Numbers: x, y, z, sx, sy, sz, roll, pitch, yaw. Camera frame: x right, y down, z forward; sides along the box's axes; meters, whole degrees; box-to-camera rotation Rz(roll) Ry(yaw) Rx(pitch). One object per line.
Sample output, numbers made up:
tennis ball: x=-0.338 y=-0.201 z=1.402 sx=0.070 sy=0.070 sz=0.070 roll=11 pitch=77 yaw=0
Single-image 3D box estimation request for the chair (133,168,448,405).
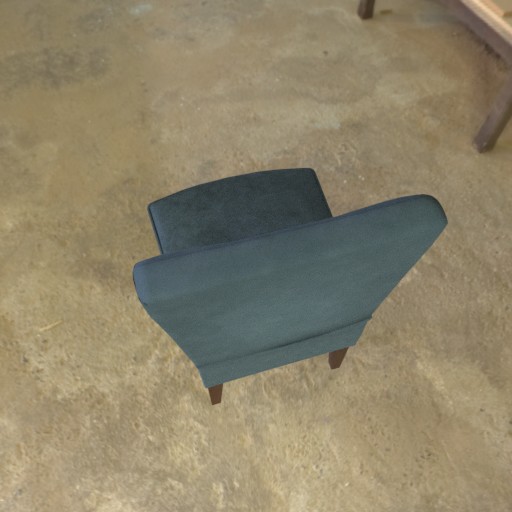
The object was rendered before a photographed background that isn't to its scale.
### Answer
chair: x=0.000 y=0.000 z=1.160 sx=0.521 sy=0.806 sz=0.551 roll=-14 pitch=59 yaw=-9
